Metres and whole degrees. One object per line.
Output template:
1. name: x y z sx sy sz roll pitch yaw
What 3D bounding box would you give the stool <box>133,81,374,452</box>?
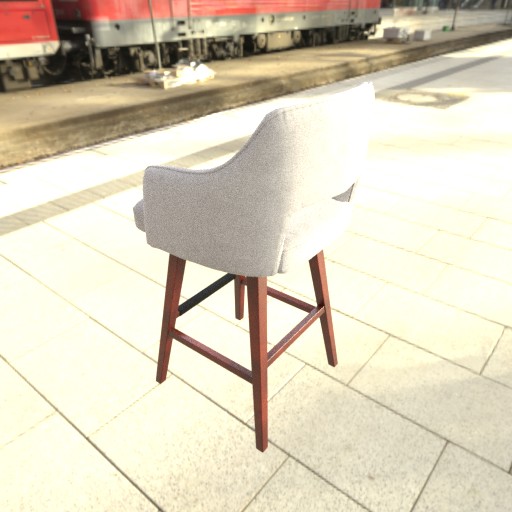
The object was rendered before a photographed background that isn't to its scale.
1. stool: 0.000 0.000 1.347 0.558 1.012 0.548 21 37 31
